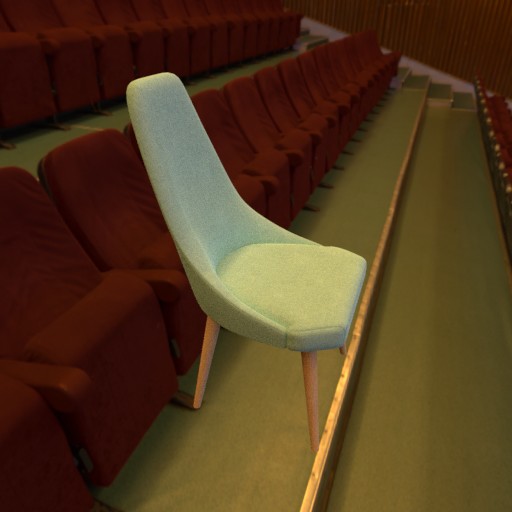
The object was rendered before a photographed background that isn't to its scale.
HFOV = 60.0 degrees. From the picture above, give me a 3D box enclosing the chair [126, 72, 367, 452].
[{"bbox_3d":[0.000,0.000,1.406,0.660,1.040,0.510,11,32,18],"label":"chair"}]
